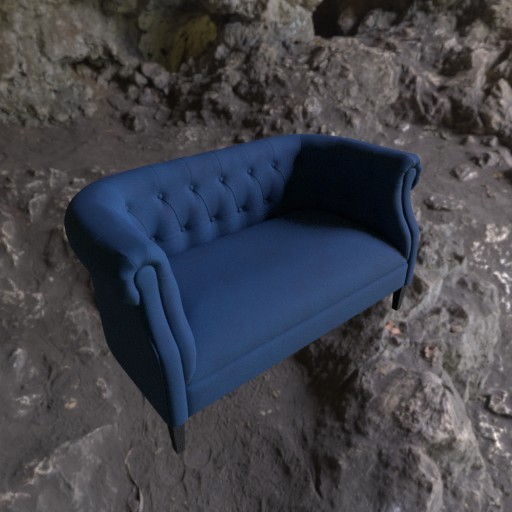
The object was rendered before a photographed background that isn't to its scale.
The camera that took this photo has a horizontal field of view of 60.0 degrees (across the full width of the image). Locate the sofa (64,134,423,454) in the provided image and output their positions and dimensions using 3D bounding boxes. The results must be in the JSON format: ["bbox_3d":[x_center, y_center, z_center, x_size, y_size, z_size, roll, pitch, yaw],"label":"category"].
[{"bbox_3d":[0.000,0.000,2.039,1.558,0.827,0.835,-23,37,-33],"label":"sofa"}]
